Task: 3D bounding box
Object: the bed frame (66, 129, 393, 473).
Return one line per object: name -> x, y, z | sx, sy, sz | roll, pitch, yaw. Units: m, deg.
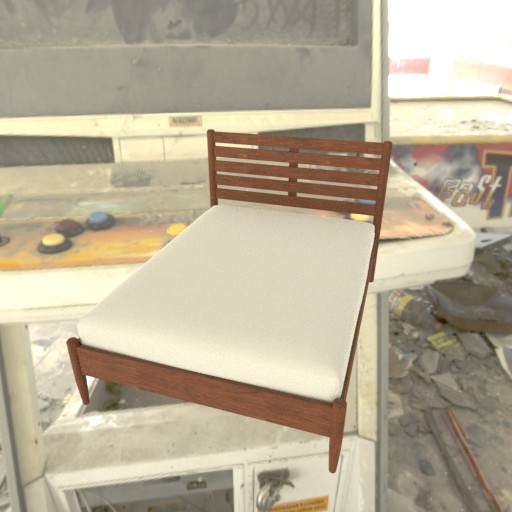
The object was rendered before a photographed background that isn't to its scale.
bed frame -> 0.000, 0.000, 3.246 | 1.655, 1.321, 2.234 | 8, 28, 16
